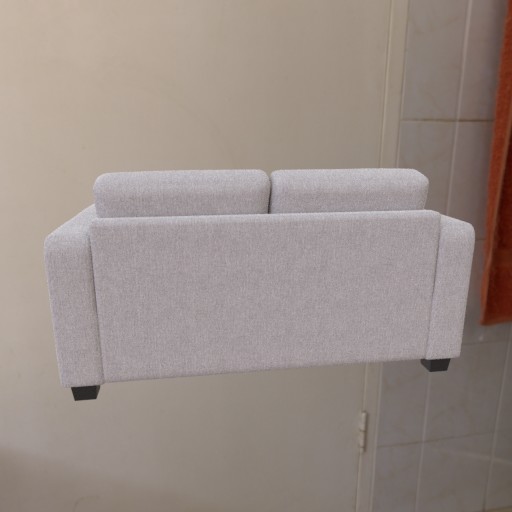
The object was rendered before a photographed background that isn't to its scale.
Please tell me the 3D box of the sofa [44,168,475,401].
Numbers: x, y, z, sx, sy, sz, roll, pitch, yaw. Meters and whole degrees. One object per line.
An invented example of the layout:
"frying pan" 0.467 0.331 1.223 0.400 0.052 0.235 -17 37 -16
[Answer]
"sofa" 0.000 0.000 1.990 1.540 0.800 0.900 -2 15 -8
